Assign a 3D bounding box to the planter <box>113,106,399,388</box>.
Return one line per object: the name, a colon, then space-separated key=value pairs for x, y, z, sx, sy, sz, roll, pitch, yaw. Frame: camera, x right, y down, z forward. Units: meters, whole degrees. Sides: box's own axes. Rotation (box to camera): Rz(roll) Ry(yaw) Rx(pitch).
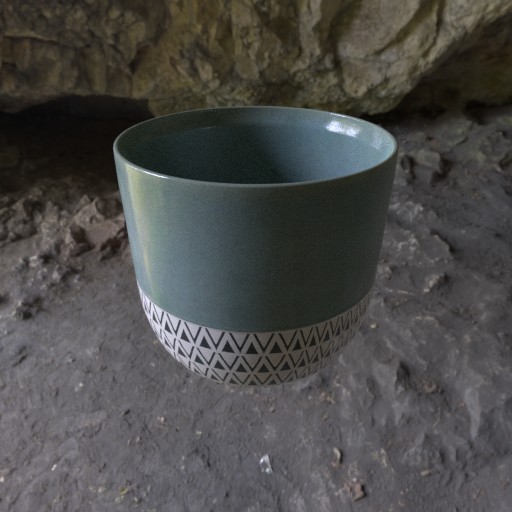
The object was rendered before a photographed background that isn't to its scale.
planter: x=0.000 y=0.000 z=0.495 sx=0.266 sy=0.270 sz=0.266 roll=0 pitch=30 yaw=0
